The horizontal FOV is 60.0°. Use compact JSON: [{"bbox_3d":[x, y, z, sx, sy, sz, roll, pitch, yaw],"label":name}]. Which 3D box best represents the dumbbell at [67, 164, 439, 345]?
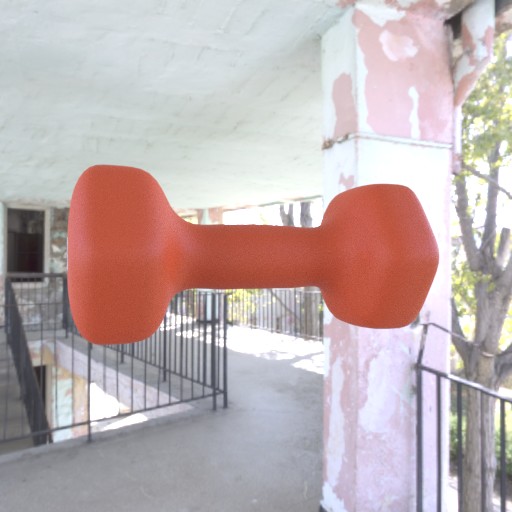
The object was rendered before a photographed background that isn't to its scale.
[{"bbox_3d":[0.000,0.000,0.207,0.162,0.071,0.079,0,-1,-18],"label":"dumbbell"}]
